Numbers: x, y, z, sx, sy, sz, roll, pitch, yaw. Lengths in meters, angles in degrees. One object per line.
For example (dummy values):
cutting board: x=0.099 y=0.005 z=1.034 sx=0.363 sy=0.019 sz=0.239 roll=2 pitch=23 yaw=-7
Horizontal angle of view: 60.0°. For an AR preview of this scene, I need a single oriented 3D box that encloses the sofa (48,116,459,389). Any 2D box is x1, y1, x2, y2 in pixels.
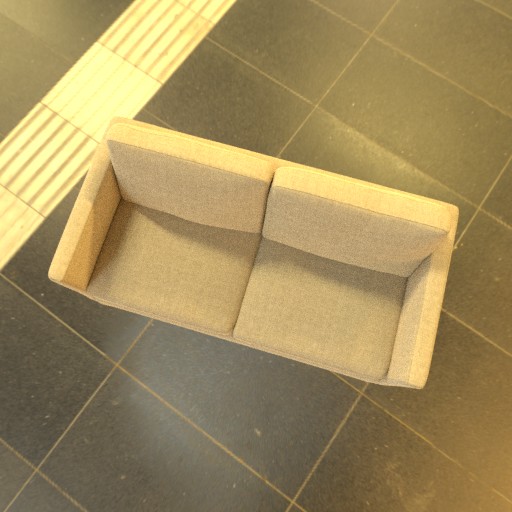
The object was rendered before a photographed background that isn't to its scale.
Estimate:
sofa: x=0.000 y=0.000 z=2.438 sx=1.884 sy=0.963 sz=0.950 roll=16 pitch=77 yaw=4
